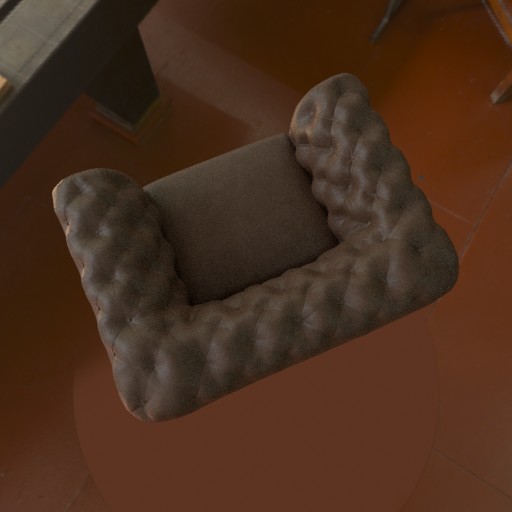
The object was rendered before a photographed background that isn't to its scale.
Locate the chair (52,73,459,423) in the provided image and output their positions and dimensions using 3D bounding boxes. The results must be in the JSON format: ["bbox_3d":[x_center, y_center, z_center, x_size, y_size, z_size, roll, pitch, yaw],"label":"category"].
[{"bbox_3d":[0.000,0.000,1.888,1.298,0.784,0.954,-23,76,-6],"label":"chair"}]
